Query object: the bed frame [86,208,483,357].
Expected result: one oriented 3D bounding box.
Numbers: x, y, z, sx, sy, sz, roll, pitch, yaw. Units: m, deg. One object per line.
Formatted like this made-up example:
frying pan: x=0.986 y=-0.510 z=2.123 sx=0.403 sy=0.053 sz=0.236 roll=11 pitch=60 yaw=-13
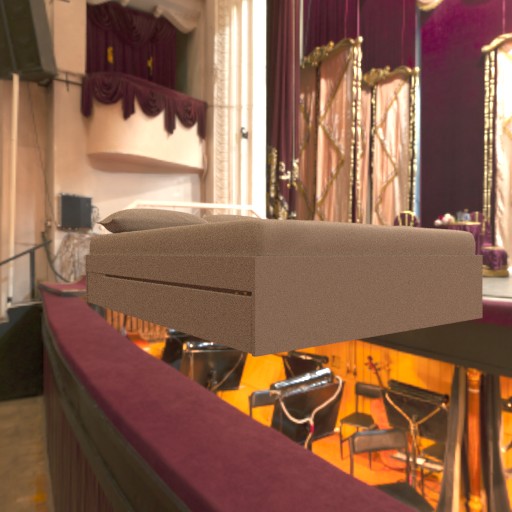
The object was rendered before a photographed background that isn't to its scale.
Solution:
bed frame: x=0.000 y=0.000 z=2.625 sx=1.450 sy=0.629 sz=1.950 roll=0 pitch=0 yaw=-36
